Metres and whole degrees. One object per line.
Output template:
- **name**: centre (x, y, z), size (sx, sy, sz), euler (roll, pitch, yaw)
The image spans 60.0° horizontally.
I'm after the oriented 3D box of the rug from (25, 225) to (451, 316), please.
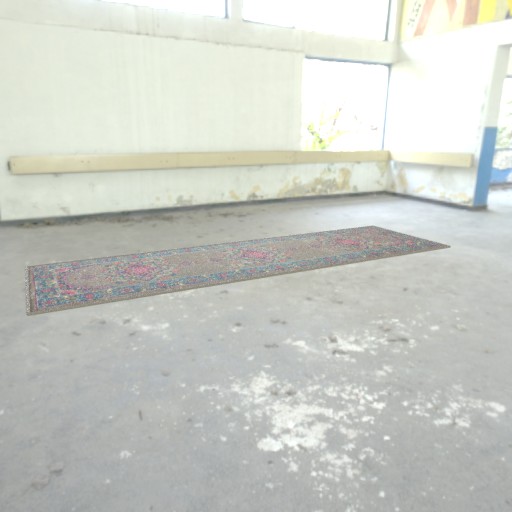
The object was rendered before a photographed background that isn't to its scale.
- **rug**: centre (0.000, 0.000, 1.963), size (1.827, 0.012, 0.553), euler (-8, 17, -26)
